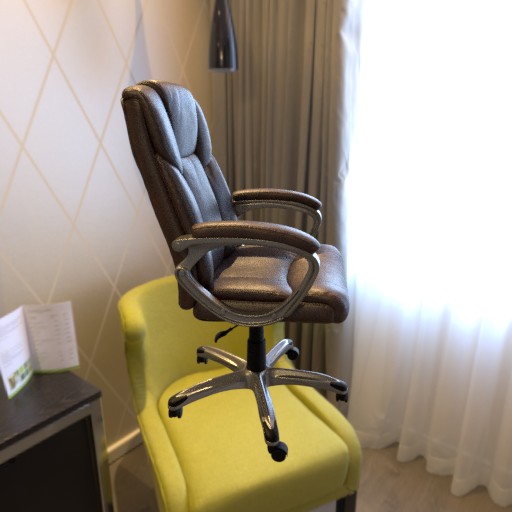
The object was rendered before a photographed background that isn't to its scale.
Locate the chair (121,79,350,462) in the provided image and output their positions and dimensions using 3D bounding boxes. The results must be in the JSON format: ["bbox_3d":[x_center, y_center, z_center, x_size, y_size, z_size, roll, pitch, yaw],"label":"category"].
[{"bbox_3d":[0.000,0.000,1.527,0.692,1.128,0.656,3,17,8],"label":"chair"}]
